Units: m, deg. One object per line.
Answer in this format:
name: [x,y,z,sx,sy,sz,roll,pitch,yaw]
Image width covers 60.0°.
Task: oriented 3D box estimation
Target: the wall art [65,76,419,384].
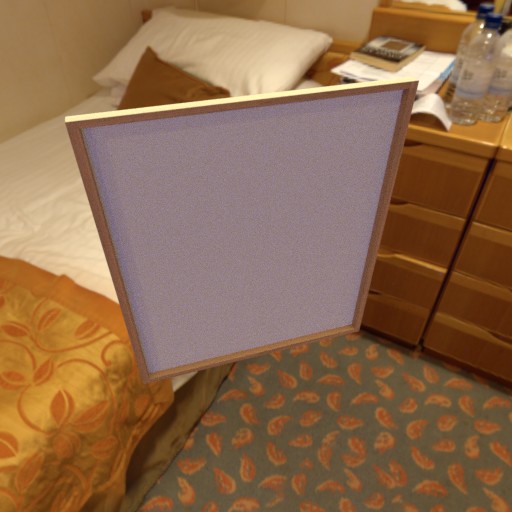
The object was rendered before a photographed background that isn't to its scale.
wall art: [0.000,0.000,0.977,0.609,0.710,0.021,-11,43,-12]
